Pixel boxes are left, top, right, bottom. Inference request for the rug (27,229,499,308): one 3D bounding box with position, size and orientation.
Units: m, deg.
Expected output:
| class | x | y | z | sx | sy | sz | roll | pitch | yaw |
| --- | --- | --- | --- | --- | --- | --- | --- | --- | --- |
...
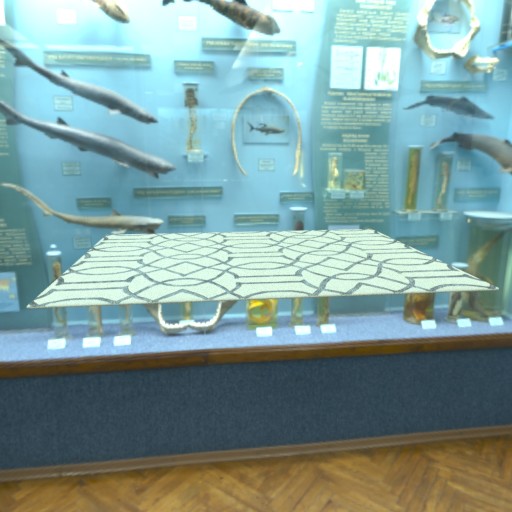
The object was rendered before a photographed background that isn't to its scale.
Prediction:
| class | x | y | z | sx | sy | sz | roll | pitch | yaw |
| --- | --- | --- | --- | --- | --- | --- | --- | --- | --- |
| rug | 0.000 | 0.000 | 3.759 | 2.910 | 0.021 | 2.211 | -2 | 14 | -7 |
